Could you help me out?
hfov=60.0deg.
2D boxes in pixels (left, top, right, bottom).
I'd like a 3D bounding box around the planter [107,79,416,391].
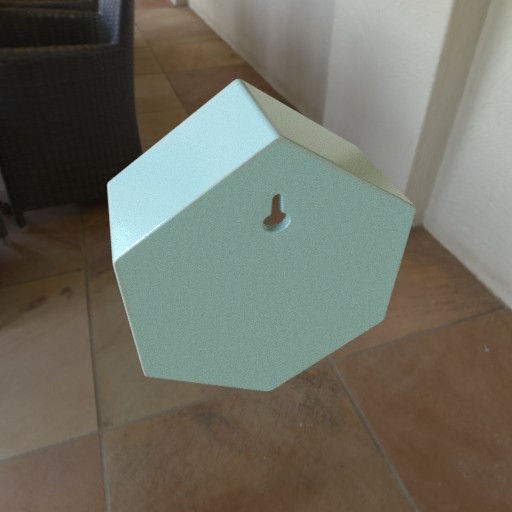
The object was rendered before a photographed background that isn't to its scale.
[{"bbox_3d":[0.000,0.000,0.294,0.169,0.207,0.078,-11,42,-12],"label":"planter"}]
